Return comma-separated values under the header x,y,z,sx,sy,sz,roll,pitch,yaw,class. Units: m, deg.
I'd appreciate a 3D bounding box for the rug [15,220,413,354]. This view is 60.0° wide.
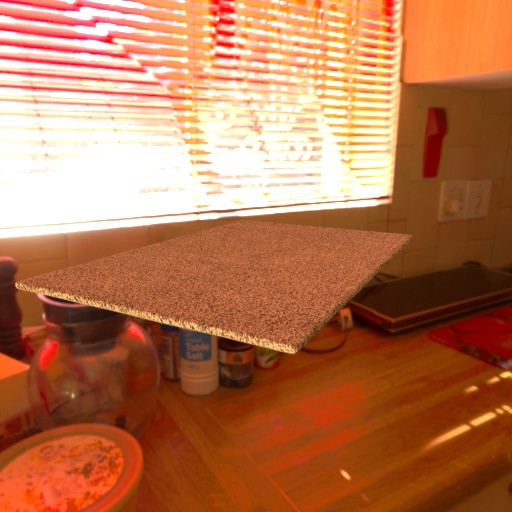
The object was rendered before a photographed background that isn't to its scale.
x,y,z,sx,sy,sz,roll,pitch,yaw,class
0.000,0.000,2.230,1.219,0.030,1.778,7,16,28,rug
